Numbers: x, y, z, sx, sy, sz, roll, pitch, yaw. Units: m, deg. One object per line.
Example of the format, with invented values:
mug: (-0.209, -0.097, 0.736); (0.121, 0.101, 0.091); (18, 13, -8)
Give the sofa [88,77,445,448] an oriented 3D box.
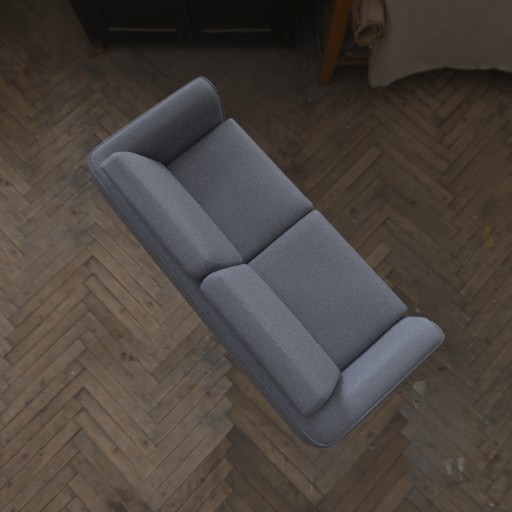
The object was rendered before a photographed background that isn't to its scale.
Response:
sofa: (0.000, 0.000, 2.557); (0.920, 0.870, 2.000); (-39, 79, -9)
